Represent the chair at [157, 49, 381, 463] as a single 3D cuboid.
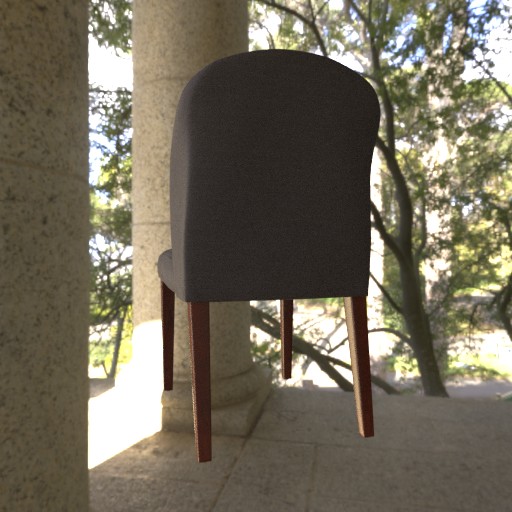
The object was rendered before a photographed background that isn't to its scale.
[{"bbox_3d":[0.000,0.000,1.237,0.506,0.879,0.619,0,0,-19],"label":"chair"}]
